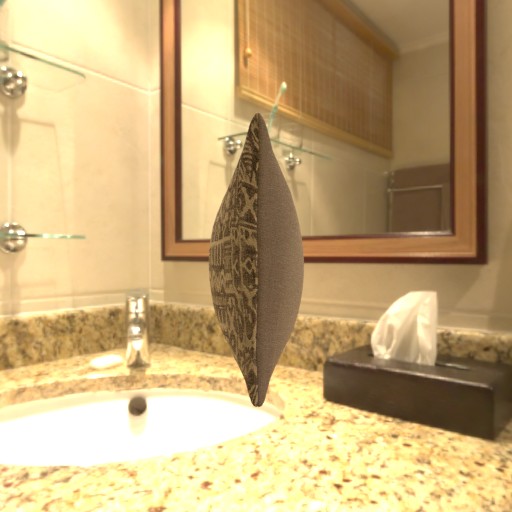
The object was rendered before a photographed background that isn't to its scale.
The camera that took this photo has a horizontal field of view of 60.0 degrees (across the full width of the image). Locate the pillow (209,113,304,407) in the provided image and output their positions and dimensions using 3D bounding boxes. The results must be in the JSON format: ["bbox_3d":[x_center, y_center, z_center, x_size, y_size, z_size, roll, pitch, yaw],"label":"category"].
[{"bbox_3d":[0.000,0.000,0.743,0.148,0.290,0.631,0,1,0],"label":"pillow"}]
